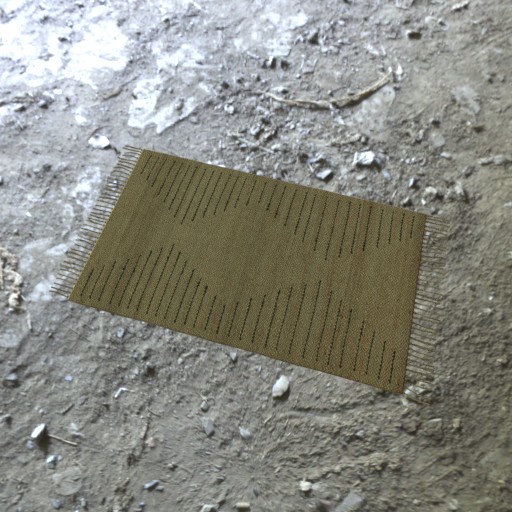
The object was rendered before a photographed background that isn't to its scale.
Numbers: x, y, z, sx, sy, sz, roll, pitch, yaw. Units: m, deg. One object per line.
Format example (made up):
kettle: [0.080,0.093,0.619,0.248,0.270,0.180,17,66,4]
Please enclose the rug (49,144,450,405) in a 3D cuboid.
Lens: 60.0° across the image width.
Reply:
rug: [0.000,0.000,2.065,1.718,0.017,0.905,14,65,7]
